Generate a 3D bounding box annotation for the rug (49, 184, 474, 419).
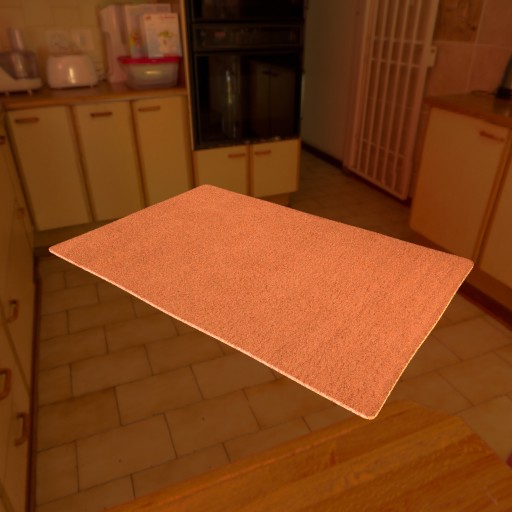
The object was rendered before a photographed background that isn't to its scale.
[{"bbox_3d":[0.000,0.000,3.351,2.700,0.024,1.801,20,35,32],"label":"rug"}]
